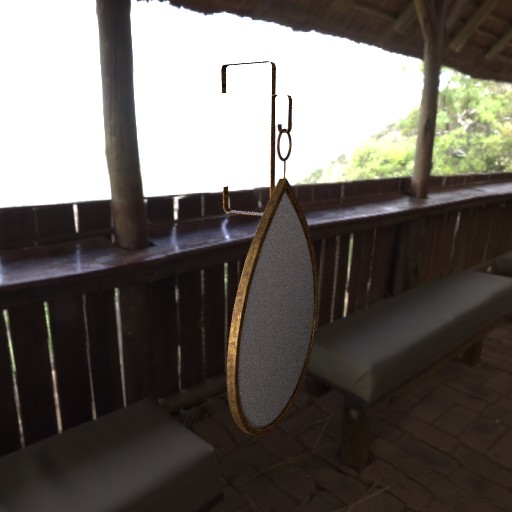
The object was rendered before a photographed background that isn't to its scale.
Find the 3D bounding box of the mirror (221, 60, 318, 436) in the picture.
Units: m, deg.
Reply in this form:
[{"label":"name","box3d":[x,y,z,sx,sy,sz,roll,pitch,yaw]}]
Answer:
[{"label":"mirror","box3d":[0.000,0.000,0.921,0.144,0.744,0.405,8,18,27]}]
